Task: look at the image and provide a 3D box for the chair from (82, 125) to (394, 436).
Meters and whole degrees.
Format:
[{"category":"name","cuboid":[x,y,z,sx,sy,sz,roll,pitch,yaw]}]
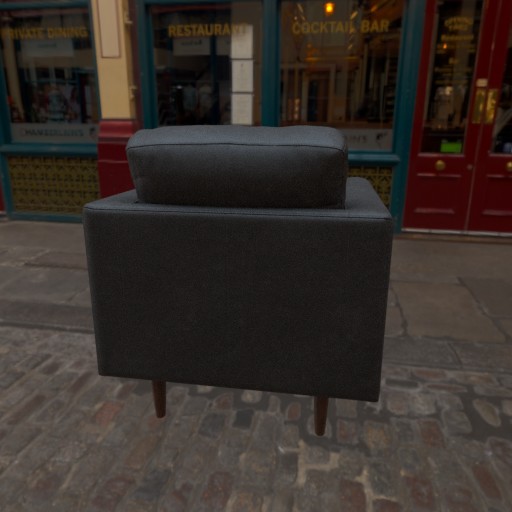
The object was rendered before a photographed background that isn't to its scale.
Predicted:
[{"category":"chair","cuboid":[0.000,0.000,1.590,0.831,0.898,0.879,3,17,9]}]
